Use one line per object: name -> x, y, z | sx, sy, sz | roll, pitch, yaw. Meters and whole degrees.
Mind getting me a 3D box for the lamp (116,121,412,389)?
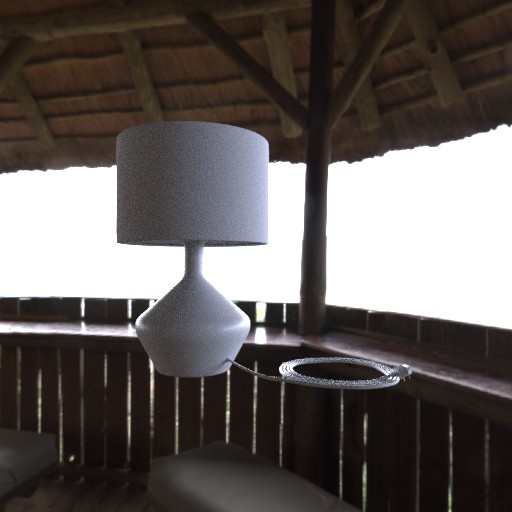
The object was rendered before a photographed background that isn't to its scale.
lamp -> 0.000, 0.000, 0.875 | 0.546, 0.457, 0.401 | -1, -1, 35
